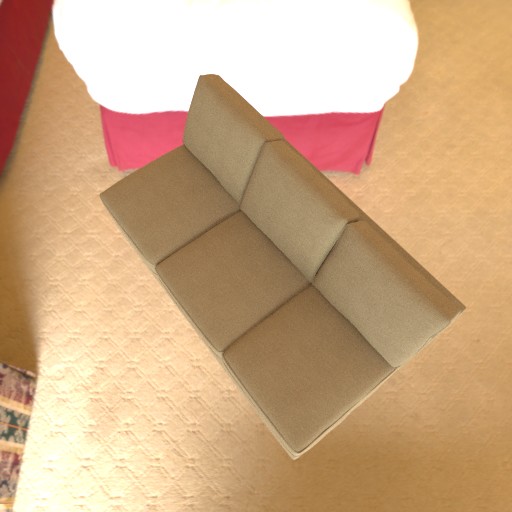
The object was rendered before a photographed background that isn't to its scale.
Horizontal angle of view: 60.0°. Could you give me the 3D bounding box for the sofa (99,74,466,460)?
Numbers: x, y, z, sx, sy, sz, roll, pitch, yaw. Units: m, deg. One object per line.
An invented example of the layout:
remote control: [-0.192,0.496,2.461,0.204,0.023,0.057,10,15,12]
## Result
sofa: [0.000,0.000,2.768,1.127,1.036,2.092,-35,67,-17]
